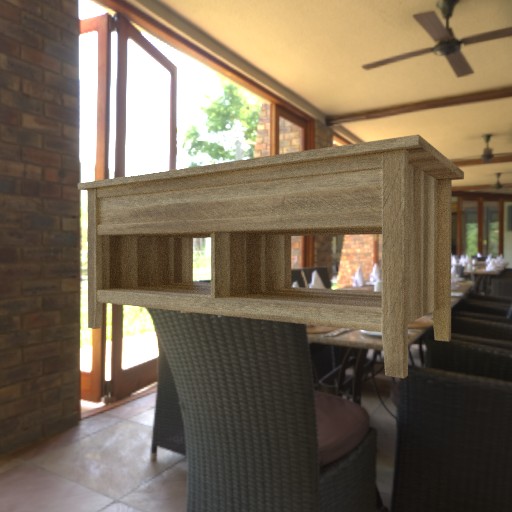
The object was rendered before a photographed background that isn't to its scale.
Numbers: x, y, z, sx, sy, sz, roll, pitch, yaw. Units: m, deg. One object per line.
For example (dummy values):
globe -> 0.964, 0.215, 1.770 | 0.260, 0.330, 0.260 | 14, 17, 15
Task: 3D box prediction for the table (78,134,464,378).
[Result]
table -> 0.000, 0.000, 1.367 | 1.095, 0.480, 0.493 | 0, 1, 34
